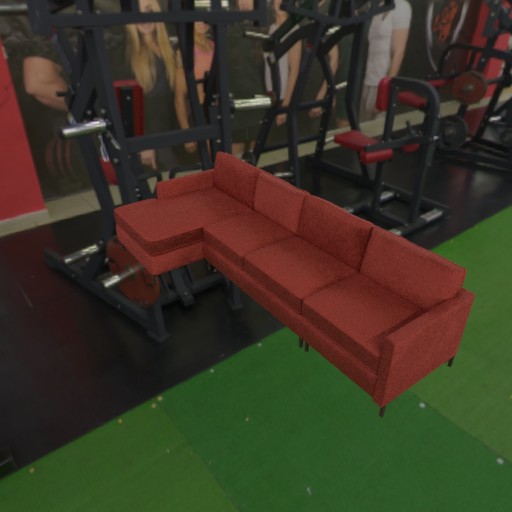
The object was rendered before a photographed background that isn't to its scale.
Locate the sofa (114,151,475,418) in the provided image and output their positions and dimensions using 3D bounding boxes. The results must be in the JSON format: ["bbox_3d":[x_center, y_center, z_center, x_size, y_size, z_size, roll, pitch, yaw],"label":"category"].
[{"bbox_3d":[0.000,0.000,4.139,1.500,0.967,3.400,-21,37,-30],"label":"sofa"}]
